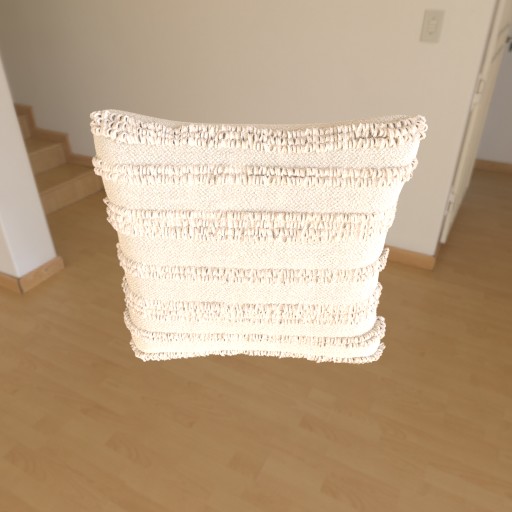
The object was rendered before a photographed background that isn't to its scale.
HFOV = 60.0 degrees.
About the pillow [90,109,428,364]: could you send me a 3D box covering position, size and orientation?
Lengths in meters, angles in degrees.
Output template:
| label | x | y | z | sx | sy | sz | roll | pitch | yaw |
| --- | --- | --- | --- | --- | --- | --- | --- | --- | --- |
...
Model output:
| label | x | y | z | sx | sy | sz | roll | pitch | yaw |
| --- | --- | --- | --- | --- | --- | --- | --- | --- | --- |
| pillow | 0.000 | 0.000 | 0.665 | 0.437 | 0.427 | 0.145 | 1 | 32 | 2 |
